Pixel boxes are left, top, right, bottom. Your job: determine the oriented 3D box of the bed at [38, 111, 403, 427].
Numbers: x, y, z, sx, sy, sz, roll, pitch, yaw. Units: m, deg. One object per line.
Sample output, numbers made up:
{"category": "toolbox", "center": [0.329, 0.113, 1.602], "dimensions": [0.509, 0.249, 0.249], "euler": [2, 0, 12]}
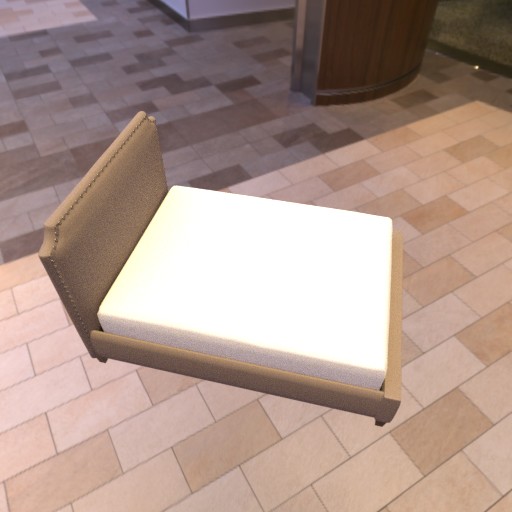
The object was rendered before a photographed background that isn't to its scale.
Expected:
{"category": "bed", "center": [0.000, 0.000, 3.480], "dimensions": [2.372, 1.443, 1.713], "euler": [10, 47, 9]}
